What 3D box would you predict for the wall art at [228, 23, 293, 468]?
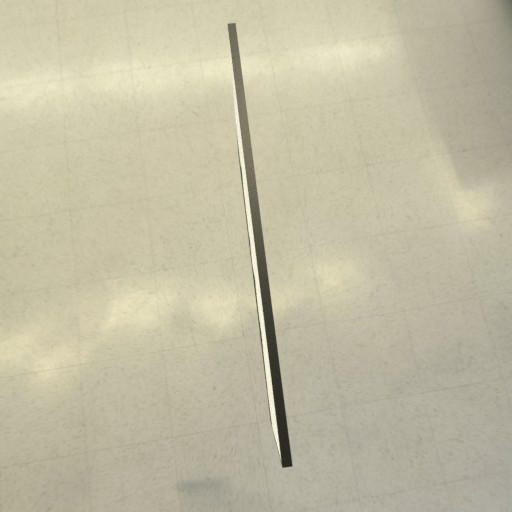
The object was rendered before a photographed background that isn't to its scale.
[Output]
[{"bbox_3d":[0.000,0.000,1.236,0.019,0.660,0.957,-7,76,-2],"label":"wall art"}]
